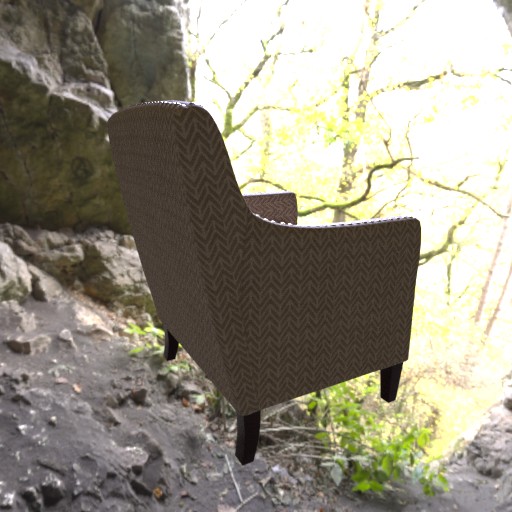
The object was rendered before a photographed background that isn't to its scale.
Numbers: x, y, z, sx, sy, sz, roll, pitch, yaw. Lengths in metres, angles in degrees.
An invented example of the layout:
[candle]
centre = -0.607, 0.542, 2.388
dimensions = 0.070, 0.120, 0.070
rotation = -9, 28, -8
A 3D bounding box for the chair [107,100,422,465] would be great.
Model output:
[chair]
centre = 0.000, 0.000, 1.273
dimensions = 0.651, 0.816, 0.623
rotation = -8, 18, -28
